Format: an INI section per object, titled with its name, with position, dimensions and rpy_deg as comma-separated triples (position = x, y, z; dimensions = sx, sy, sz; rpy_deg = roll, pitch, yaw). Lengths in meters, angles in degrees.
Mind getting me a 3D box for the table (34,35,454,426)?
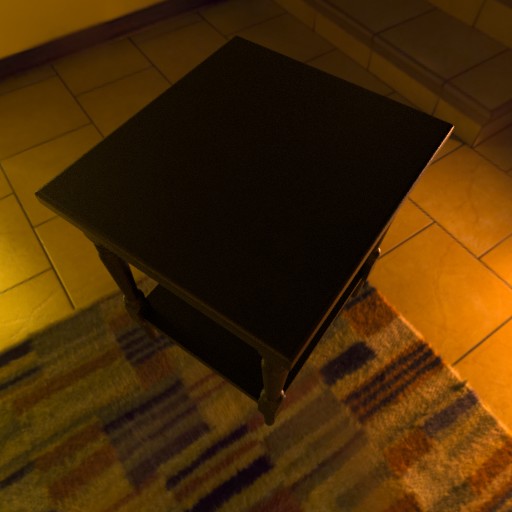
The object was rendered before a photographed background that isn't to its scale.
[table]
position = 0.000, 0.000, 0.912
dimensions = 0.442, 0.565, 0.488
rpy_deg = 31, 62, 18
